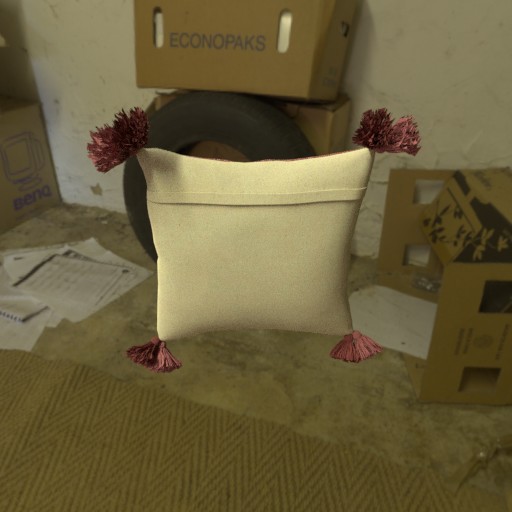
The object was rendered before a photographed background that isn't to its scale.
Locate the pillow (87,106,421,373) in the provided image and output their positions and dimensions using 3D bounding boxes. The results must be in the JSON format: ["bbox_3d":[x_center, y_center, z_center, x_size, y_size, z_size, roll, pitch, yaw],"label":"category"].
[{"bbox_3d":[0.000,0.000,0.984,0.641,0.659,0.138,-1,31,-1],"label":"pillow"}]
